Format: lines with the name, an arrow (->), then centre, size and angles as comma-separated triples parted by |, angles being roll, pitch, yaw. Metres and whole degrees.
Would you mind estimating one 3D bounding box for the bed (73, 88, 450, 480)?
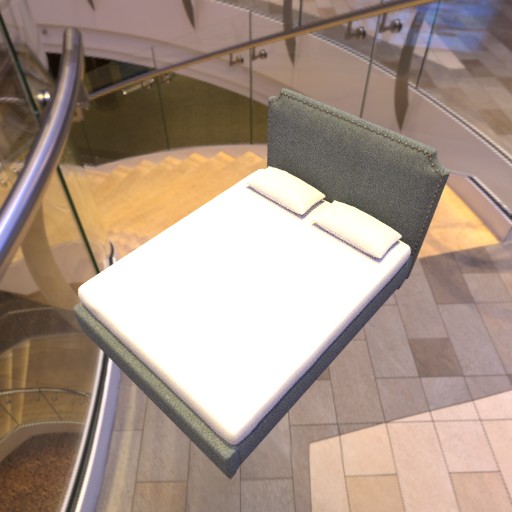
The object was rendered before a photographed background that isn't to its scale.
bed -> 0.000, 0.000, 3.429 | 1.712, 1.443, 2.372 | 33, 55, 28
